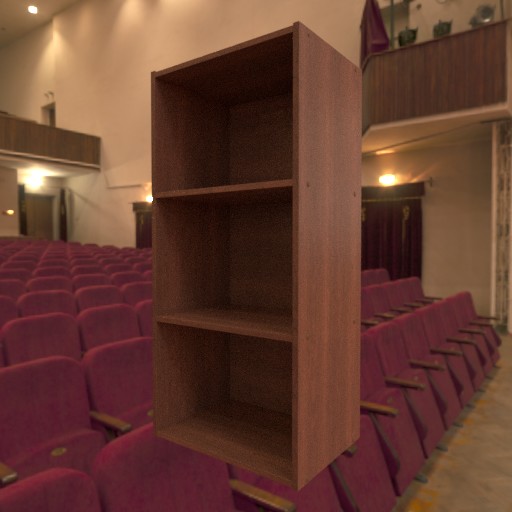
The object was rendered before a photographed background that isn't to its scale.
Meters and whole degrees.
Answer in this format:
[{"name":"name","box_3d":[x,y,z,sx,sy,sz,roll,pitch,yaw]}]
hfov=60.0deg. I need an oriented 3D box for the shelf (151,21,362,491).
[{"name":"shelf","box_3d":[0.000,0.000,1.066,0.414,0.879,0.290,1,2,36]}]
